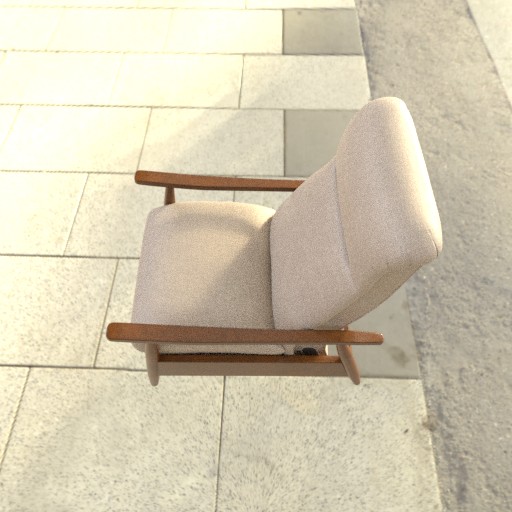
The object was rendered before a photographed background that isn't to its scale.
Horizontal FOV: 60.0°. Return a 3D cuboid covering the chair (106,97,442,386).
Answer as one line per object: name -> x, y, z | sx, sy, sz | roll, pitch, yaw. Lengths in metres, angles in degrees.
chair -> 0.000, 0.000, 1.773 | 1.030, 1.082, 0.762 | 0, 58, 0
